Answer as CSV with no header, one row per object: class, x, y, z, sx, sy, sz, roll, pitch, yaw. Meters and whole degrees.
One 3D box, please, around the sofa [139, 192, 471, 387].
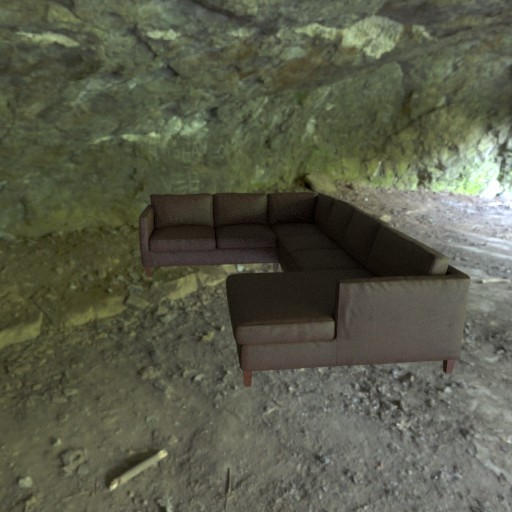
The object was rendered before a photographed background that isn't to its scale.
sofa,0.000,0.000,4.552,2.593,0.923,3.460,-2,16,-6
